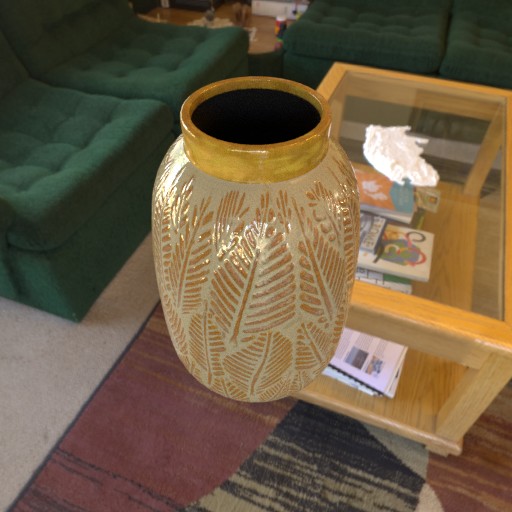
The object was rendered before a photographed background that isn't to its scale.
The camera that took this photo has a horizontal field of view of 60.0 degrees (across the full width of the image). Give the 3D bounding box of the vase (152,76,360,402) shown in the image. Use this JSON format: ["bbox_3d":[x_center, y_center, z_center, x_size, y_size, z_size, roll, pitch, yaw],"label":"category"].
[{"bbox_3d":[0.000,0.000,0.379,0.172,0.270,0.172,0,46,0],"label":"vase"}]
